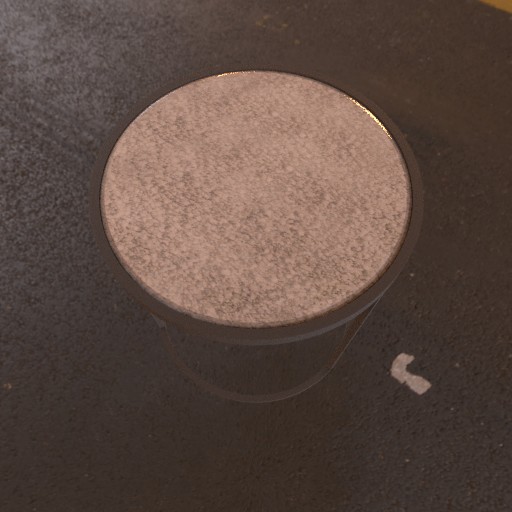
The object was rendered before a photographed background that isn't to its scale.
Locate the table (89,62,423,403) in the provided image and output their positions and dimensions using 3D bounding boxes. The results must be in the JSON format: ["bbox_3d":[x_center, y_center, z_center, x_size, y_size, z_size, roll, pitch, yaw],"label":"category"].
[{"bbox_3d":[0.000,0.000,0.852,0.470,0.498,0.470,0,64,0],"label":"table"}]
